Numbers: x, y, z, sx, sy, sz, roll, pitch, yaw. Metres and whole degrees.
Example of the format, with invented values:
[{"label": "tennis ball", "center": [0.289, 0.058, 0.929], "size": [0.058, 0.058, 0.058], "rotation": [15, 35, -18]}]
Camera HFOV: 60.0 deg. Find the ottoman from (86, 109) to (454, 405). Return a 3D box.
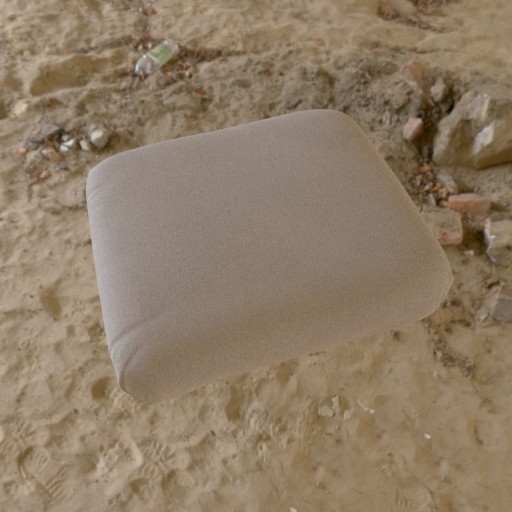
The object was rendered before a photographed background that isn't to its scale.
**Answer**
[{"label": "ottoman", "center": [0.000, 0.000, 1.141], "size": [0.746, 0.450, 0.622], "rotation": [-15, 57, -10]}]
